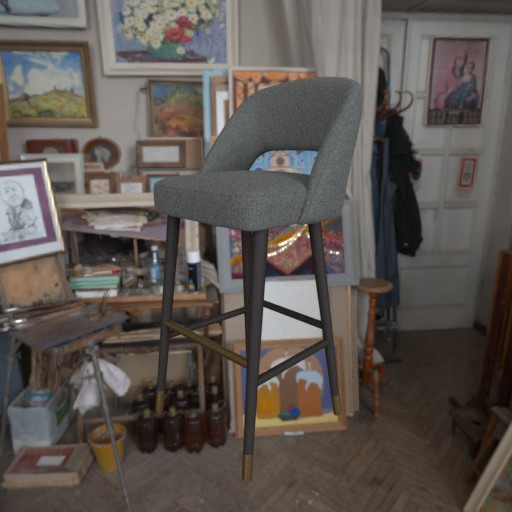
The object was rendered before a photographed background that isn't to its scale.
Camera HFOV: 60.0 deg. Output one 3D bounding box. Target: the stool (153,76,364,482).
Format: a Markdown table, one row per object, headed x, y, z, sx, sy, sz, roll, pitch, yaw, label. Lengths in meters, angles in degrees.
| x | y | z | sx | sy | sz | roll | pitch | yaw | label |
| --- | --- | --- | --- | --- | --- | --- | --- | --- | --- |
| 0.000 | 0.000 | 1.395 | 0.524 | 1.089 | 0.536 | -14 | 20 | -42 | stool |
